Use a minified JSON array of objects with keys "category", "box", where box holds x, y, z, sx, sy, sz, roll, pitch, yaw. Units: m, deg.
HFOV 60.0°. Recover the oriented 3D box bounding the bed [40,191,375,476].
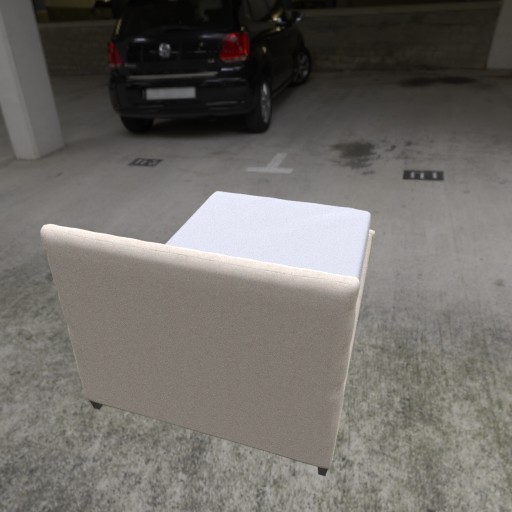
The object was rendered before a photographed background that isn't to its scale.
[{"category":"bed","box":[0.000,0.000,3.440,1.698,1.427,2.387,10,34,15]}]
